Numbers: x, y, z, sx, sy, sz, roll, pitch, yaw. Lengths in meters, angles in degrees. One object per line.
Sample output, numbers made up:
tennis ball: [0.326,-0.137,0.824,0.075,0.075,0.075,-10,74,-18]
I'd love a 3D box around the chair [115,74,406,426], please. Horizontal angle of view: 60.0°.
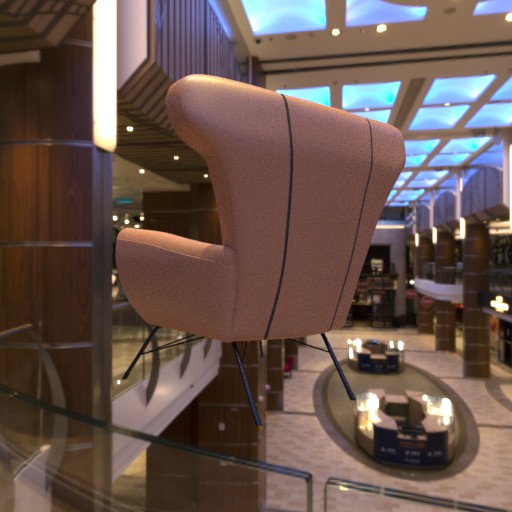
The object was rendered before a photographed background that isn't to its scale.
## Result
chair: [0.000,0.000,1.759,0.980,1.050,0.900,0,-1,-36]
